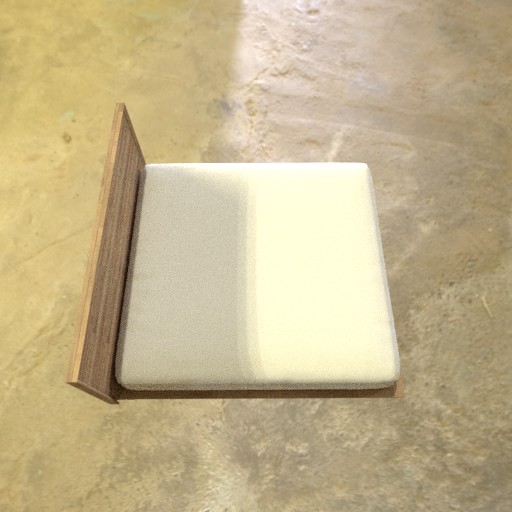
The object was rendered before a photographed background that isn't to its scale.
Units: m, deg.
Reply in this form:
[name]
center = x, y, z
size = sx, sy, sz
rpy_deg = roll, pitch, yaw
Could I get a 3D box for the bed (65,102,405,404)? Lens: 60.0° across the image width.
[bed]
center = 0.000, 0.000, 3.450
size = 2.167, 1.100, 2.116
rpy_deg = 0, 64, 0
